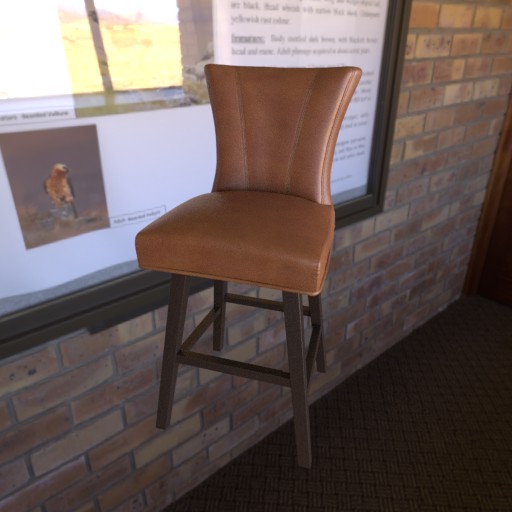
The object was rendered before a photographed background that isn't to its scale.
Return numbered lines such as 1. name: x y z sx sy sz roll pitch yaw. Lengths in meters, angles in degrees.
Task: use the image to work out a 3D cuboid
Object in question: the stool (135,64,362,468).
1. stool: 0.000 0.000 1.408 0.522 1.094 0.585 8 27 16
